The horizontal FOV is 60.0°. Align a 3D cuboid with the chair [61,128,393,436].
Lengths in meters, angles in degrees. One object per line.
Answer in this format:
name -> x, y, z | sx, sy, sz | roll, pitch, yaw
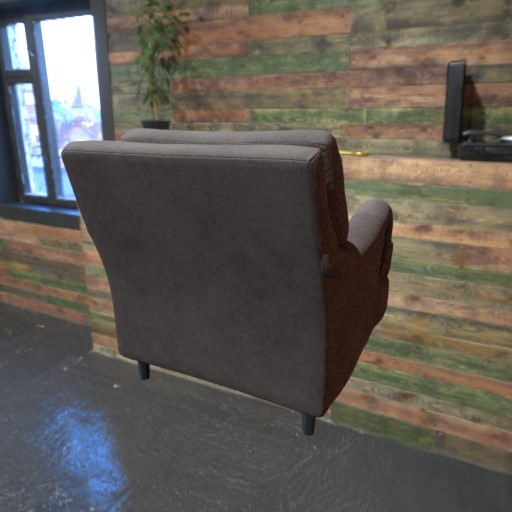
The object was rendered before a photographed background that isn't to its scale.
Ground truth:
chair -> 0.000, 0.000, 1.798 | 0.955, 0.997, 1.070 | 9, 19, 27
